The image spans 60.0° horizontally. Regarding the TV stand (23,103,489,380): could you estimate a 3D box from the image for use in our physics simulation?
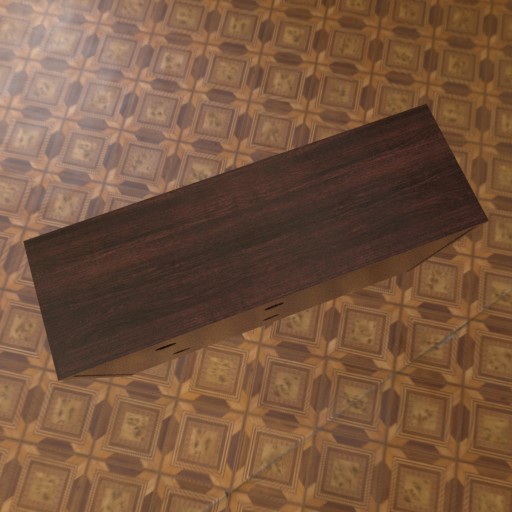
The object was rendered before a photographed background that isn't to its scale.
[{"bbox_3d":[0.000,0.000,1.489,1.192,0.614,0.404,-20,76,-5],"label":"TV stand"}]
